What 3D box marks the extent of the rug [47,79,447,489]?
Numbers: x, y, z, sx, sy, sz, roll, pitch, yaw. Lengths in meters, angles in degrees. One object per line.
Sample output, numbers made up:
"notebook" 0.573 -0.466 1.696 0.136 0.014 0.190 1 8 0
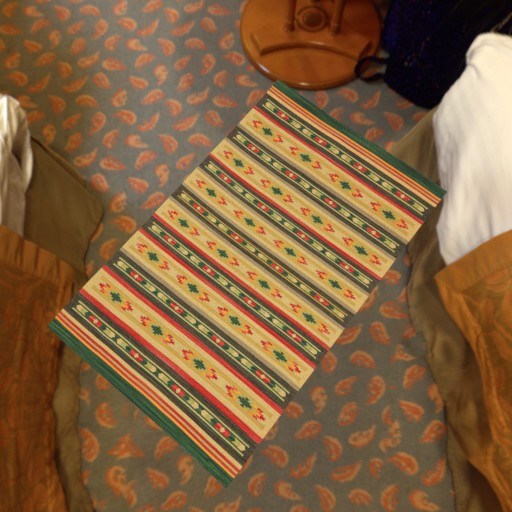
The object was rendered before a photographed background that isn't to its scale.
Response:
"rug" 0.000 0.000 3.012 1.520 0.011 2.447 38 77 10
